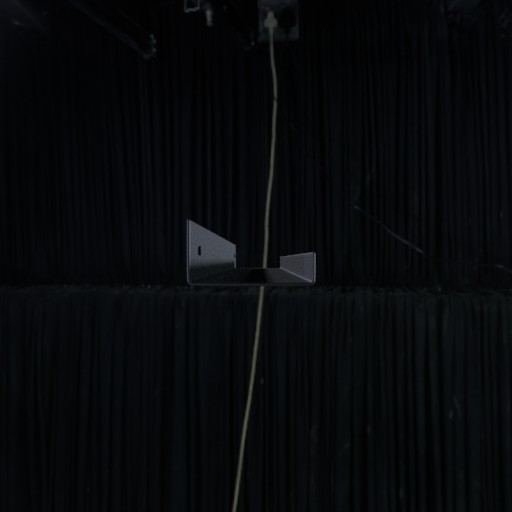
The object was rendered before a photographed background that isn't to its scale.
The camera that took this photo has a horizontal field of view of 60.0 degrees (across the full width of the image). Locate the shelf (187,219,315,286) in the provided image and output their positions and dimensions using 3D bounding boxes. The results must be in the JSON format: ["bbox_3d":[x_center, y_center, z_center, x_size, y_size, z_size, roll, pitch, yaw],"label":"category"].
[{"bbox_3d":[0.000,0.000,0.651,0.102,0.053,0.605,0,0,1],"label":"shelf"}]
